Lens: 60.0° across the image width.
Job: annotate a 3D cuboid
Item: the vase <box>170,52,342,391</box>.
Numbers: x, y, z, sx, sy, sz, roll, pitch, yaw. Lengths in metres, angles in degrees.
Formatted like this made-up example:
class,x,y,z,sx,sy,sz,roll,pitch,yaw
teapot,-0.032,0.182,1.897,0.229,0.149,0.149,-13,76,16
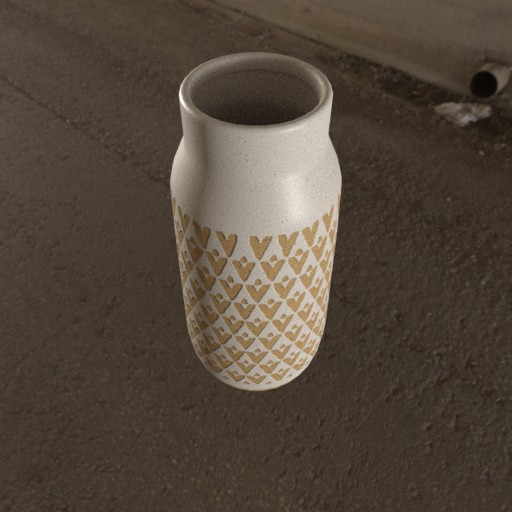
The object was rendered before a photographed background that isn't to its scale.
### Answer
class,x,y,z,sx,sy,sz,roll,pitch,yaw
vase,0.000,0.000,0.376,0.137,0.307,0.137,0,50,0
